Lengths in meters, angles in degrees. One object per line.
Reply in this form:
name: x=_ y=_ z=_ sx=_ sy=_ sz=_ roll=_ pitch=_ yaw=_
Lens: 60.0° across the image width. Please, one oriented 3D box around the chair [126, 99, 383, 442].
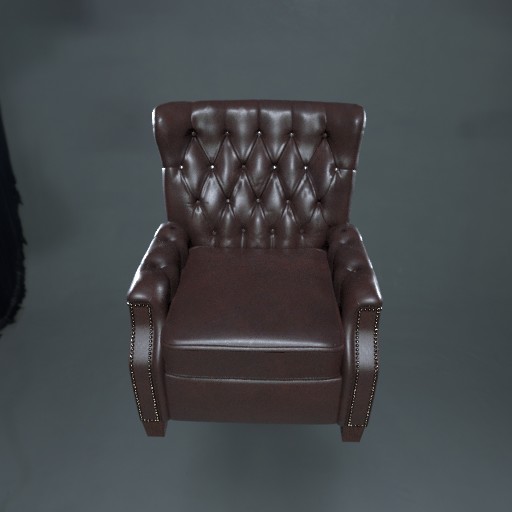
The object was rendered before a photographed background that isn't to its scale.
chair: x=0.000 y=0.000 z=1.464 sx=0.709 sy=0.864 sz=0.823 roll=1 pitch=30 yaw=2
